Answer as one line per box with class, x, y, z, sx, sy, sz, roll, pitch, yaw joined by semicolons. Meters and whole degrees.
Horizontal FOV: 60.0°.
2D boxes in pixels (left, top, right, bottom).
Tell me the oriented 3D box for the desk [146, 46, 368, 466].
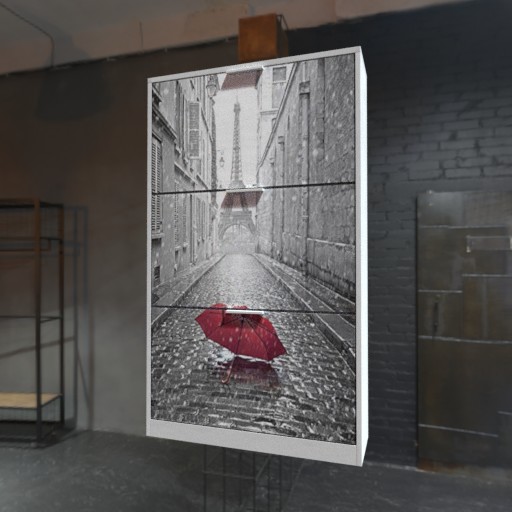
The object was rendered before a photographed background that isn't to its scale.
desk;0.000;0.000;1.574;0.750;1.280;0.250;0;-1;19
